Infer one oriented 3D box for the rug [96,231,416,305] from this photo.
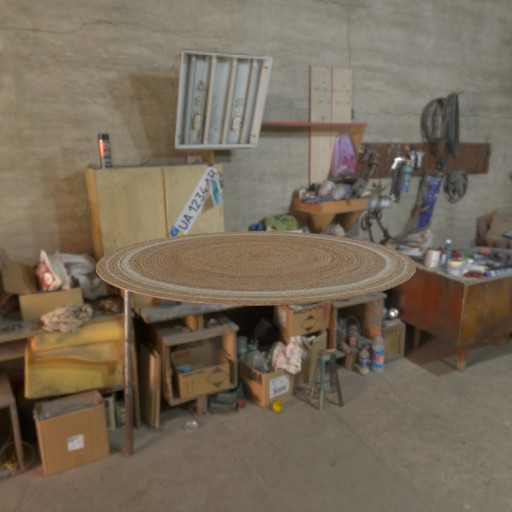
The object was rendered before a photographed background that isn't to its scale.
[{"bbox_3d":[0.000,0.000,3.592,2.444,0.015,2.444,0,12,0],"label":"rug"}]
